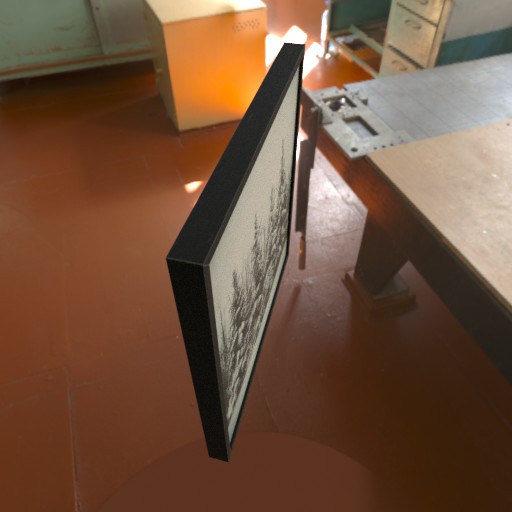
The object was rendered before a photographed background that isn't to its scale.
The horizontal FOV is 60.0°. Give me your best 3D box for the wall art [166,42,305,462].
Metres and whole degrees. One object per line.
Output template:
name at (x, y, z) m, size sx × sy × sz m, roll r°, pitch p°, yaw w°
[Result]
wall art at (0.000, 0.000, 0.748) m, size 0.036 × 0.506 × 0.506 m, roll 11°, pitch 48°, yaw 10°
